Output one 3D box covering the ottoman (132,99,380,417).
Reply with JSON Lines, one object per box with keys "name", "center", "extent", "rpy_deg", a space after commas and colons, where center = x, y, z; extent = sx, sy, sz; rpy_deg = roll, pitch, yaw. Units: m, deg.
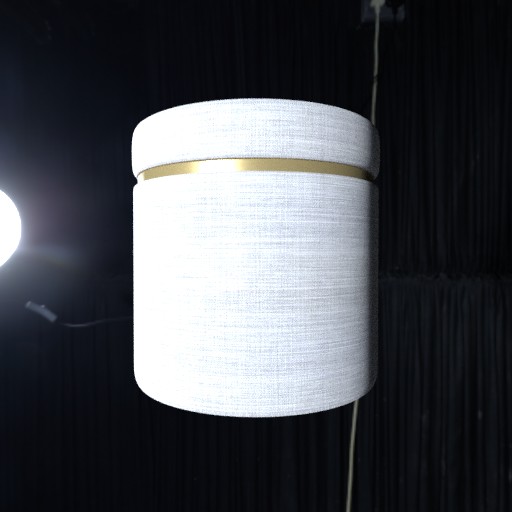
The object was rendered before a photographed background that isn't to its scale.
{"name": "ottoman", "center": [0.000, 0.000, 0.745], "extent": [0.400, 0.406, 0.400], "rpy_deg": [0, 1, 0]}
